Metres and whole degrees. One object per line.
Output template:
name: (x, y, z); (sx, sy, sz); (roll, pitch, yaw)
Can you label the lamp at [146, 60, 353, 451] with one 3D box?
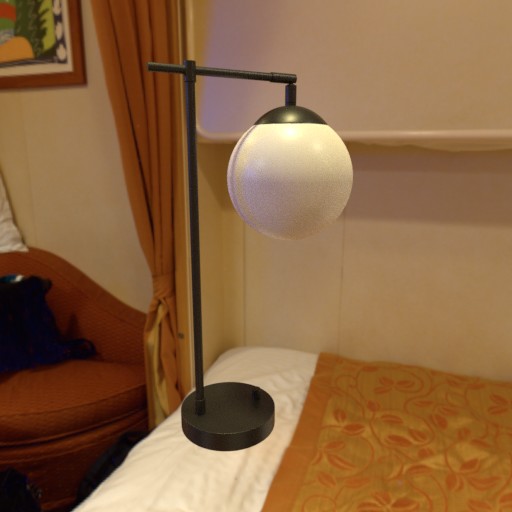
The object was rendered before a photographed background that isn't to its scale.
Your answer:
lamp: (0.000, 0.000, 0.704); (0.316, 0.559, 0.197); (-7, 15, -26)
